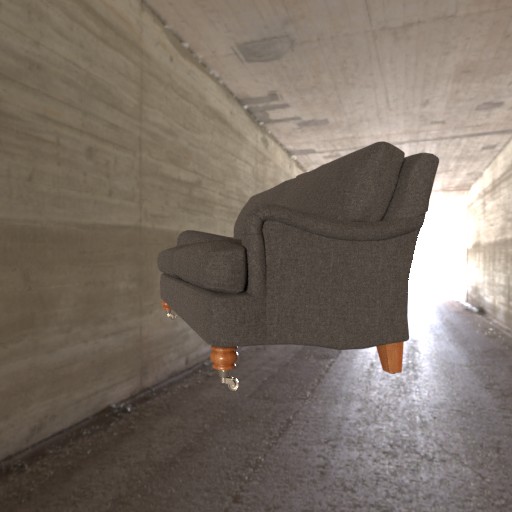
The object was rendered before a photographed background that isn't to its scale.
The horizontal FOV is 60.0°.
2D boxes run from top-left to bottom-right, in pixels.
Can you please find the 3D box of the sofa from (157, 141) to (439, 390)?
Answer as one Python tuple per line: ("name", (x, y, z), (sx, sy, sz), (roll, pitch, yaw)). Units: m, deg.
("sofa", (0.000, 0.000, 2.826), (1.087, 1.054, 2.160), (0, 0, -17))
